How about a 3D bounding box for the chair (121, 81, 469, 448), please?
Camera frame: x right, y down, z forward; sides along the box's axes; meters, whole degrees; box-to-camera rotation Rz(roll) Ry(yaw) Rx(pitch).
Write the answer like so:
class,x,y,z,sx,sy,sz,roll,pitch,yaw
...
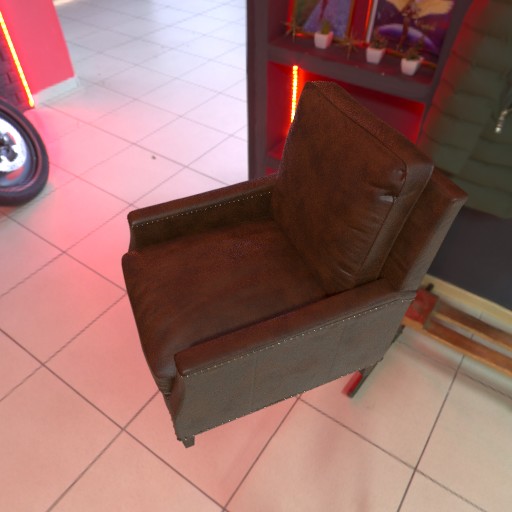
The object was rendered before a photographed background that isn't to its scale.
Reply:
class,x,y,z,sx,sy,sz,roll,pitch,yaw
chair,0.000,0.000,1.764,1.035,1.054,0.854,-16,47,-16
